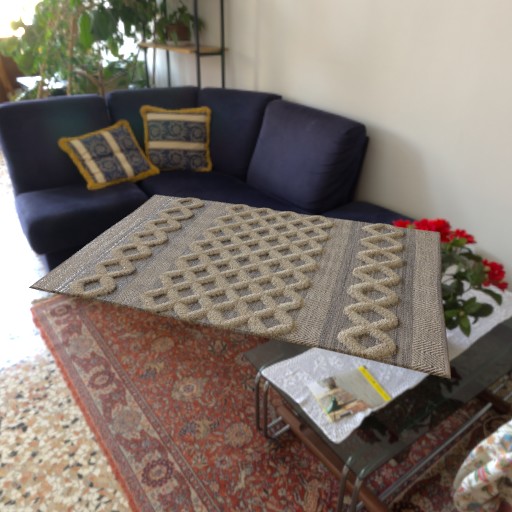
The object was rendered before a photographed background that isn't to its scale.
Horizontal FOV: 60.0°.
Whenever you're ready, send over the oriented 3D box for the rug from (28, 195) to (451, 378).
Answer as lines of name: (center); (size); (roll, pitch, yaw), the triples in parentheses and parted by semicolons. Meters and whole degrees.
rug: (0.000, 0.000, 2.918); (2.333, 0.033, 1.513); (9, 31, 15)
